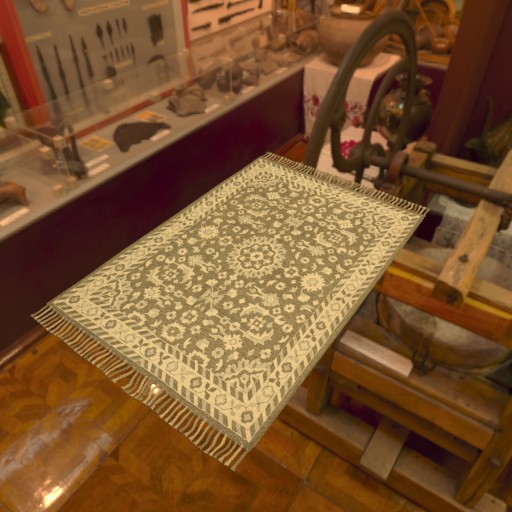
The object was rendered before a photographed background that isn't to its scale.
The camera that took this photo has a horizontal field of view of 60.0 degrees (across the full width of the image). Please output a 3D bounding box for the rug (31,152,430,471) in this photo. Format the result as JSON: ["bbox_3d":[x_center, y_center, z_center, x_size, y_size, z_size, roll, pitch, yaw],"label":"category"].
[{"bbox_3d":[0.000,0.000,2.982,1.530,0.025,2.431,26,48,26],"label":"rug"}]
